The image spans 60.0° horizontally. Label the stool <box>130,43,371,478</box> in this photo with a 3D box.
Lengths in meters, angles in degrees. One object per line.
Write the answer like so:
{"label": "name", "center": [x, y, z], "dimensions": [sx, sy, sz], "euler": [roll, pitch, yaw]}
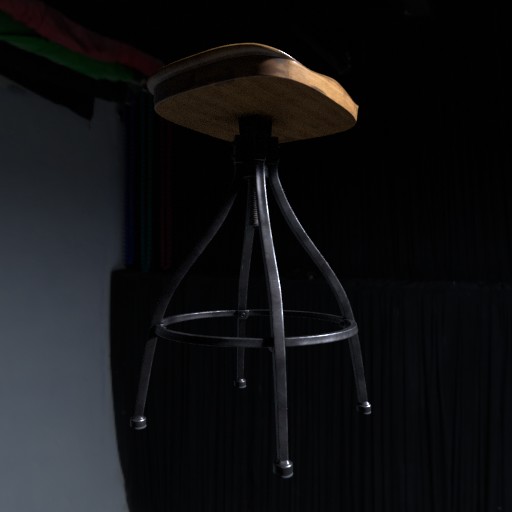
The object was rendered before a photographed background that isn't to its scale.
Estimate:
{"label": "stool", "center": [0.000, 0.000, 0.945], "dimensions": [0.424, 0.694, 0.432], "euler": [0, 0, 35]}
